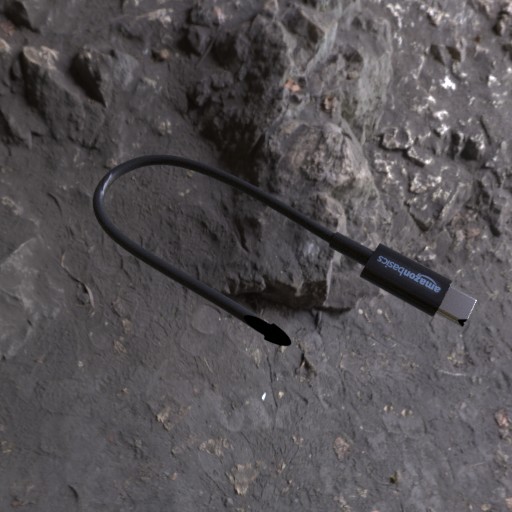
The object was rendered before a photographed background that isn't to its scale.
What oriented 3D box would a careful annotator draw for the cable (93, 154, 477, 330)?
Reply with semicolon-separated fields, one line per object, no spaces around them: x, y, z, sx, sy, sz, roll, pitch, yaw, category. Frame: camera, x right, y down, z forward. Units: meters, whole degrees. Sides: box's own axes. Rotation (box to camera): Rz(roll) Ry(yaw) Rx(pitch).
0.000;0.000;0.110;0.098;0.005;0.041;30;63;17;cable
